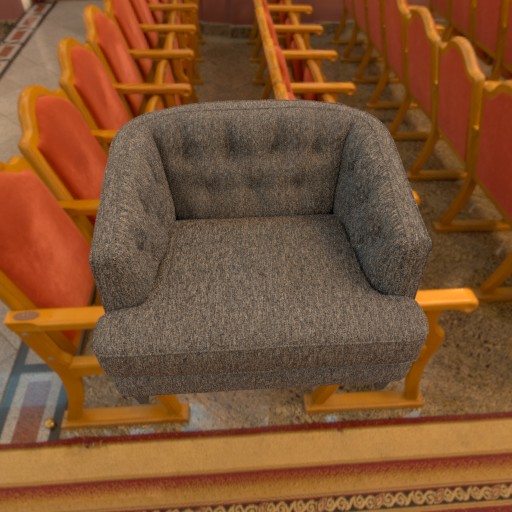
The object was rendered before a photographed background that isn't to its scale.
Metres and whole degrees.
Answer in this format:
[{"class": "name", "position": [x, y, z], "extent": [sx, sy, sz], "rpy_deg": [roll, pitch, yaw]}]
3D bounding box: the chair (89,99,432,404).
[{"class": "chair", "position": [0.000, 0.000, 1.739], "extent": [1.104, 0.852, 0.941], "rpy_deg": [-3, 44, -3]}]
